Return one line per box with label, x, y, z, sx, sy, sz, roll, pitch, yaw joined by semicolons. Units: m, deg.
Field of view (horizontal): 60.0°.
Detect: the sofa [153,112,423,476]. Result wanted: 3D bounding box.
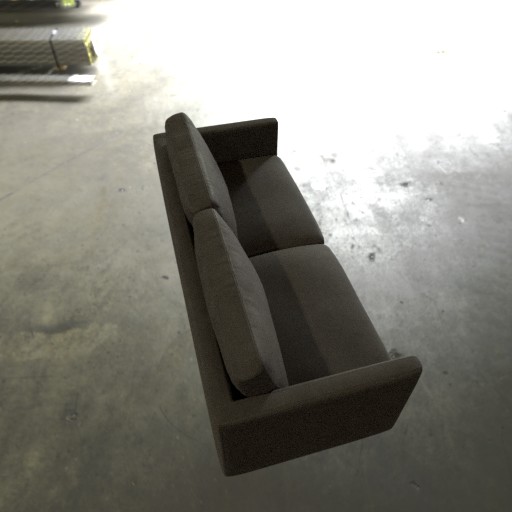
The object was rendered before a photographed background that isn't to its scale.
sofa;0.000;0.000;2.722;0.951;0.965;2.208;-11;48;-11
